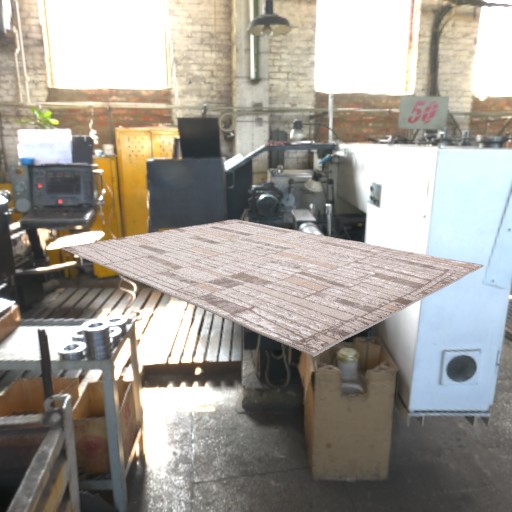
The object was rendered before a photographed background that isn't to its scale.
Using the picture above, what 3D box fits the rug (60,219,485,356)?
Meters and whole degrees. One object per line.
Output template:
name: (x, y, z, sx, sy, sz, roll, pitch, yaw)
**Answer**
rug: (0.000, 0.000, 4.289, 2.449, 0.019, 3.357, -14, 20, -43)
